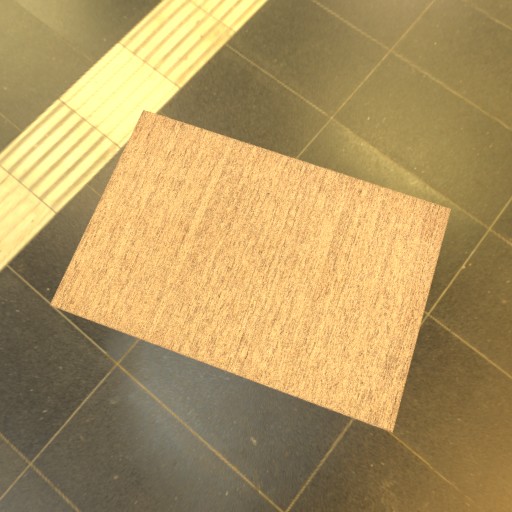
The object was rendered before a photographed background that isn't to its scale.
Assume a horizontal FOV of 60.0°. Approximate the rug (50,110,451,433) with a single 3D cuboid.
[{"bbox_3d":[0.000,0.000,2.373,1.840,0.013,1.225,19,76,5],"label":"rug"}]
